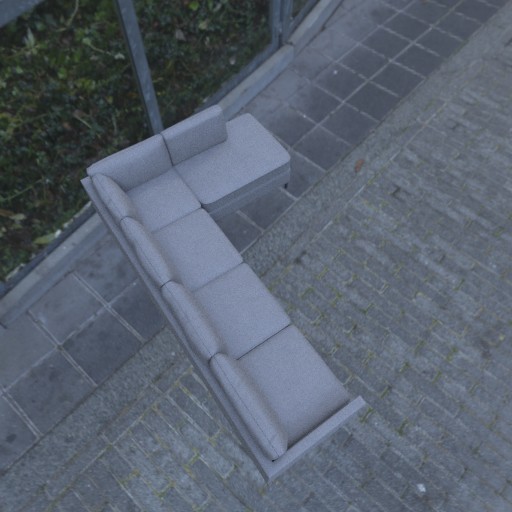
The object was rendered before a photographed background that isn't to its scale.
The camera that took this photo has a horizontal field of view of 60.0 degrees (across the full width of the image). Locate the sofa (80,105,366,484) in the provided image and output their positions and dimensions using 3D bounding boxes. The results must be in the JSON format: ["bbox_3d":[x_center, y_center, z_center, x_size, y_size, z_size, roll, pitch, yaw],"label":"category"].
[{"bbox_3d":[0.000,0.000,4.309,2.077,0.964,3.331,-31,64,-17],"label":"sofa"}]
